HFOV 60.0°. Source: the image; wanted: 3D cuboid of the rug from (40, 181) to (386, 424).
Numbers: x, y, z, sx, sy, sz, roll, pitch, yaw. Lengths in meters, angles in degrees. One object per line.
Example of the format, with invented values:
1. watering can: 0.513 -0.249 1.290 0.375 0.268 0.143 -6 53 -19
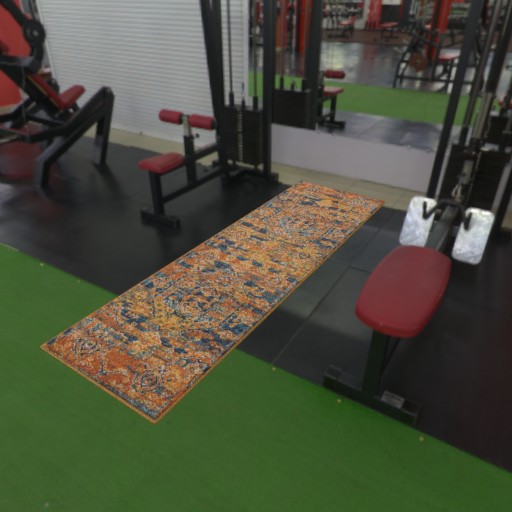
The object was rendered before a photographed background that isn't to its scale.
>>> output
1. rug: 0.000 0.000 2.025 0.556 0.013 1.820 20 37 29
